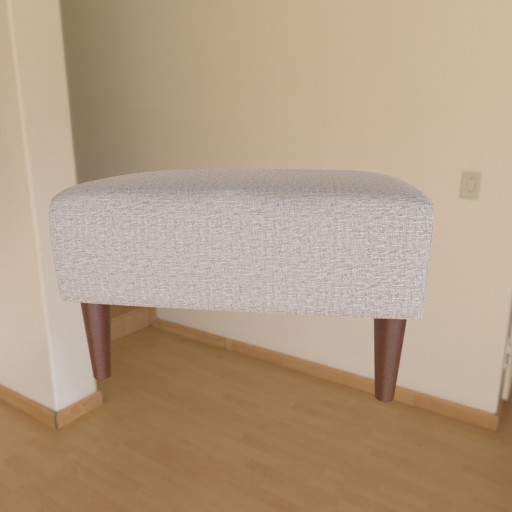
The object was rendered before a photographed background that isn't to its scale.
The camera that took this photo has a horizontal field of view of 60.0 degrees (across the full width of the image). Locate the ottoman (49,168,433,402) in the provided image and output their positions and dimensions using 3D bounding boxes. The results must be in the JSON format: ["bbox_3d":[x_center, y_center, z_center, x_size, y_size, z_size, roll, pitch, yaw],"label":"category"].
[{"bbox_3d":[0.000,0.000,1.052,0.655,0.399,0.648,2,14,8],"label":"ottoman"}]
